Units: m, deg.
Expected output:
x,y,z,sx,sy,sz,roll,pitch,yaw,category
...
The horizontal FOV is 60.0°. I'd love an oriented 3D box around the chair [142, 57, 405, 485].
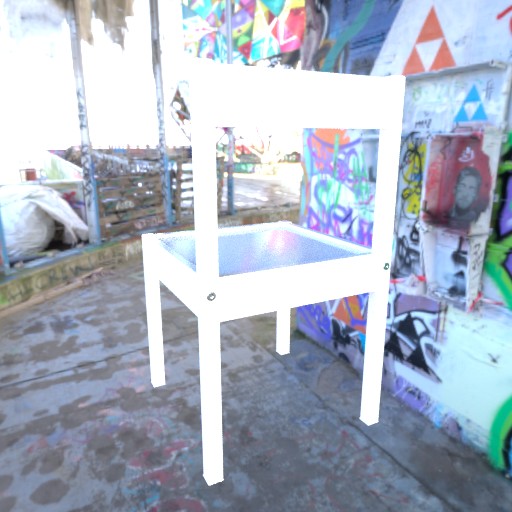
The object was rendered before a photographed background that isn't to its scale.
x,y,z,sx,sy,sz,roll,pitch,yaw,category
0.000,0.000,0.685,0.285,0.505,0.285,-8,17,-27,chair
